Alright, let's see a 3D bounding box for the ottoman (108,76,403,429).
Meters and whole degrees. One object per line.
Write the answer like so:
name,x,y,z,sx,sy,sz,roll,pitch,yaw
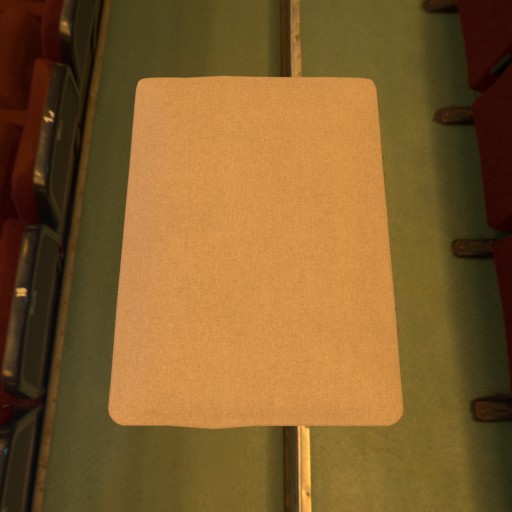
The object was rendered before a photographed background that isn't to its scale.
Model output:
ottoman,0.000,0.000,1.210,0.617,0.503,0.846,0,74,0
